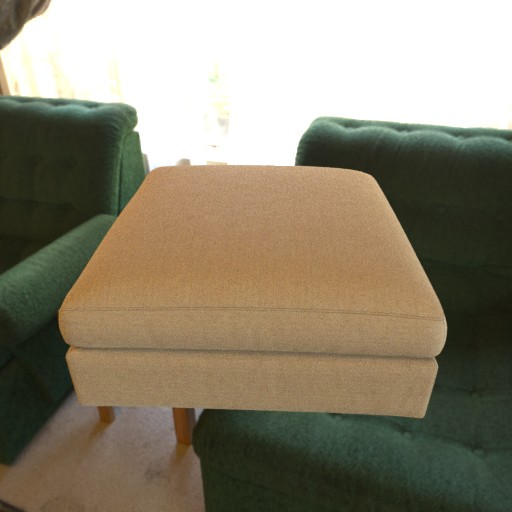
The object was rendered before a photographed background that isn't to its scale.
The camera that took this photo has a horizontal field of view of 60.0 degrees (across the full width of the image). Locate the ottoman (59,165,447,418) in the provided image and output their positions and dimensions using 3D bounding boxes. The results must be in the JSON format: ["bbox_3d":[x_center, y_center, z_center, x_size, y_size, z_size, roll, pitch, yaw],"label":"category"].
[{"bbox_3d":[0.000,0.000,1.621,1.041,0.470,1.041,1,31,2],"label":"ottoman"}]
